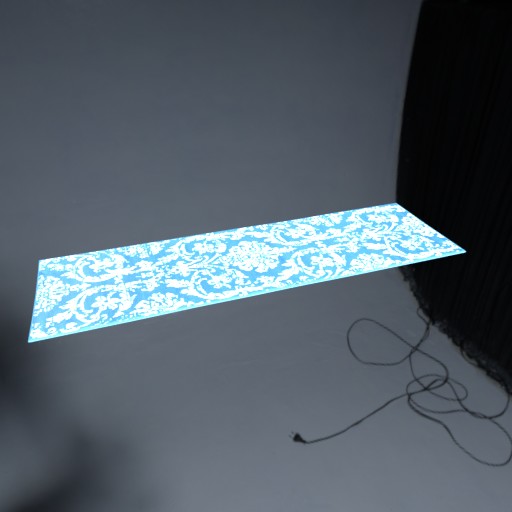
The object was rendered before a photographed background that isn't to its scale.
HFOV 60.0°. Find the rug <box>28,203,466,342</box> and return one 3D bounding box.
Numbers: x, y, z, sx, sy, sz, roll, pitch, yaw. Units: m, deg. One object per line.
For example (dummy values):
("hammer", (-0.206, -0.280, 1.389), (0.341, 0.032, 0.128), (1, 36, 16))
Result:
("rug", (0.000, 0.000, 2.377), (2.196, 0.011, 0.662), (-10, 33, -16))
